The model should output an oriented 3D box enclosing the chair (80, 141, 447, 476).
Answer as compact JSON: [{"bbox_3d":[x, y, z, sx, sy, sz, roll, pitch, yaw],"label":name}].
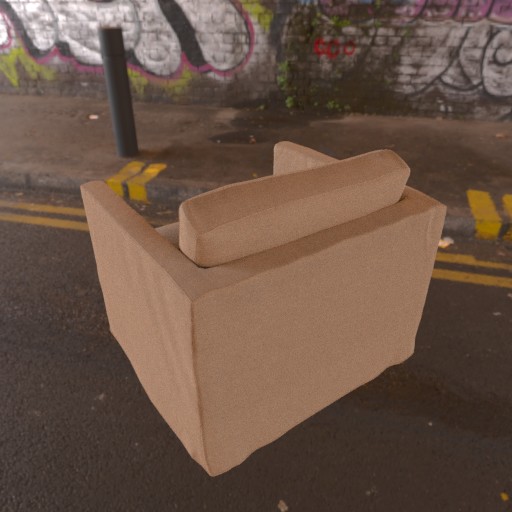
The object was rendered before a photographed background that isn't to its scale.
[{"bbox_3d":[0.000,0.000,1.764,1.057,0.867,0.949,-20,36,-30],"label":"chair"}]
